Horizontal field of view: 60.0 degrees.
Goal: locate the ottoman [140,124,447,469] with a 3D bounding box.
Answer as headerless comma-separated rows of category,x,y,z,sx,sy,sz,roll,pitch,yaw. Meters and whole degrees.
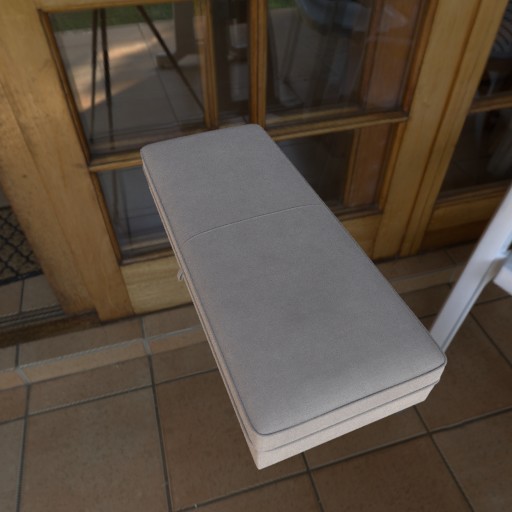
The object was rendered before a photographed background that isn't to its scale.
ottoman,0.000,0.000,2.036,0.735,0.460,1.726,-16,47,-15
